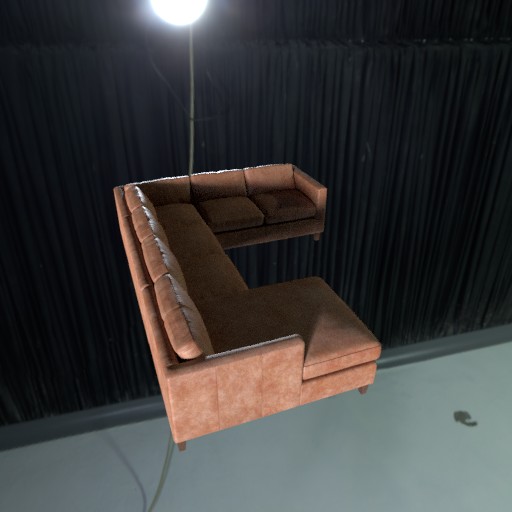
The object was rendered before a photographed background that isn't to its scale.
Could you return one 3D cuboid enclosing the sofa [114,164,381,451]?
[{"bbox_3d":[0.000,0.000,4.529,2.430,0.832,3.401,-11,31,-18],"label":"sofa"}]
